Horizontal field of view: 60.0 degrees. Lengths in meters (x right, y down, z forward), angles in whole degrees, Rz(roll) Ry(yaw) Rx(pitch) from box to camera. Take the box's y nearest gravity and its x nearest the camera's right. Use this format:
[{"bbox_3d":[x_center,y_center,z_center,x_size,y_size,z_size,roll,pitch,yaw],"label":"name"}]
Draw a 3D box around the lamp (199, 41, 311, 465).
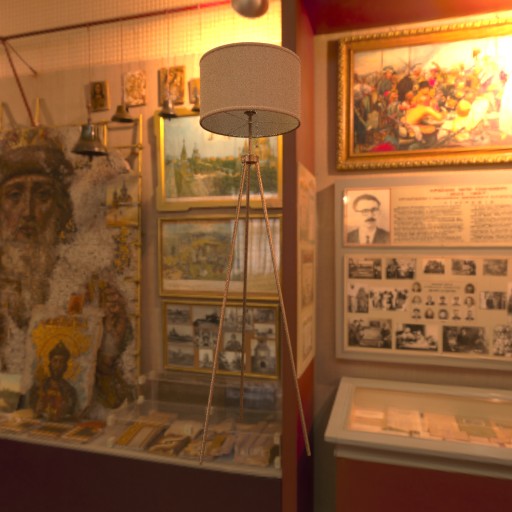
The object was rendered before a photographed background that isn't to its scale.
[{"bbox_3d":[0.000,0.000,1.795,0.460,1.545,0.449,0,1,18],"label":"lamp"}]
